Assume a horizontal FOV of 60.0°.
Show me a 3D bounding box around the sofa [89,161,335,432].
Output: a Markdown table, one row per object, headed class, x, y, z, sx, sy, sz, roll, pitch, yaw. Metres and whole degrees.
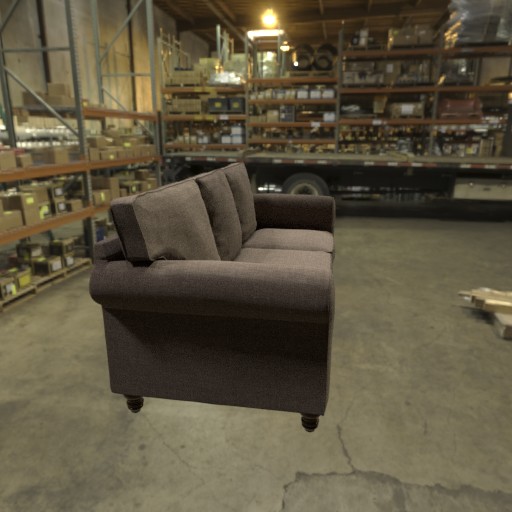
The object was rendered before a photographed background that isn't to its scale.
| class | x | y | z | sx | sy | sz | roll | pitch | yaw |
| --- | --- | --- | --- | --- | --- | --- | --- | --- | --- |
| sofa | 0.000 | 0.000 | 2.582 | 0.916 | 0.961 | 2.084 | 3 | 16 | 9 |
